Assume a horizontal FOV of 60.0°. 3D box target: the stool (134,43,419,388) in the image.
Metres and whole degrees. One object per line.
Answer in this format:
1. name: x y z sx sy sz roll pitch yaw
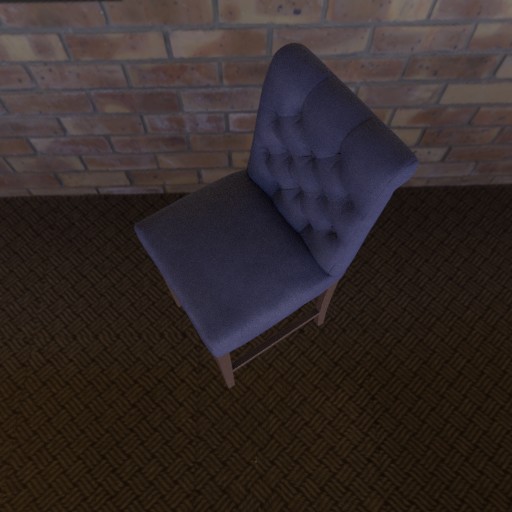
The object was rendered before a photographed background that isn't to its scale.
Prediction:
1. stool: 0.000 0.000 1.483 0.601 1.140 0.493 -31 69 -14
